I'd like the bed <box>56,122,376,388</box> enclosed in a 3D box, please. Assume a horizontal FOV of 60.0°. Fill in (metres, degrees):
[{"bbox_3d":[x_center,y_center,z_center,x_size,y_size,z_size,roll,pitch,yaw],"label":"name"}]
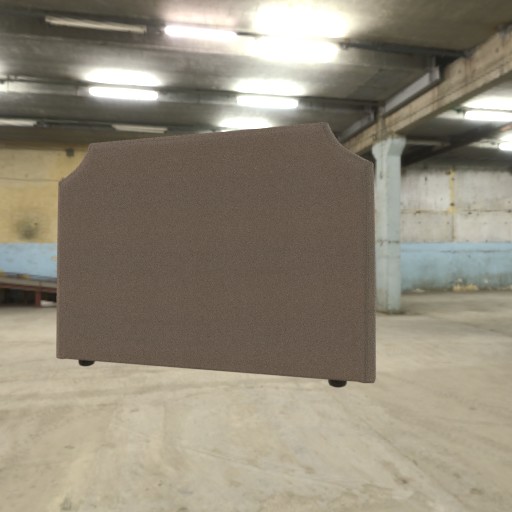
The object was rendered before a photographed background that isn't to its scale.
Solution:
[{"bbox_3d":[0.000,0.000,3.373,1.828,1.303,2.164,0,0,17],"label":"bed"}]
